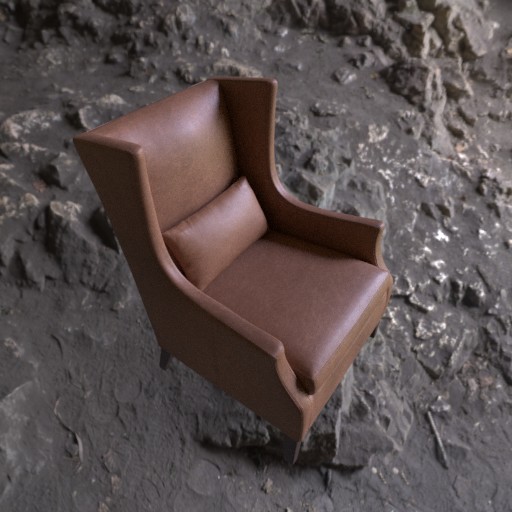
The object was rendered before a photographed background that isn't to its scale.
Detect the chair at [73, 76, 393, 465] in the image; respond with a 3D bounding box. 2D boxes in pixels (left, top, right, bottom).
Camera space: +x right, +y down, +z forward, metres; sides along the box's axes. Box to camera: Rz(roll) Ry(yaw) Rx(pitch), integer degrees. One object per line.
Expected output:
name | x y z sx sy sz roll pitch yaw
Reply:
chair | 0.000 0.000 1.713 0.913 1.088 0.815 24 46 26
